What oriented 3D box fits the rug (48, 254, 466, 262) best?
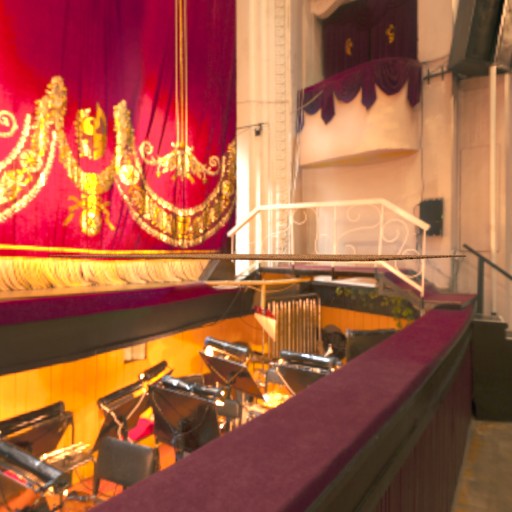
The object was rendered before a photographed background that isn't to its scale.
[{"bbox_3d":[0.000,0.000,2.250,1.726,0.009,1.278,1,1,36],"label":"rug"}]
